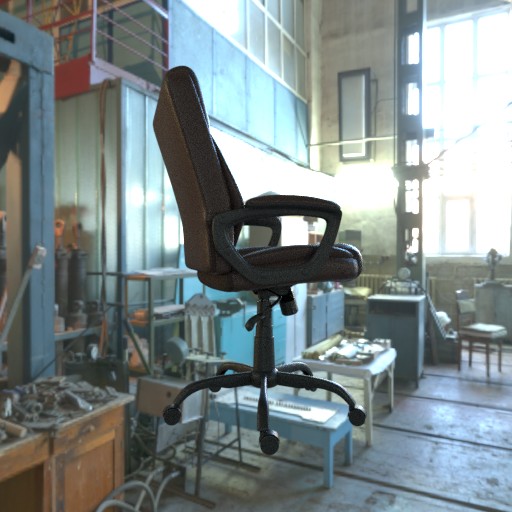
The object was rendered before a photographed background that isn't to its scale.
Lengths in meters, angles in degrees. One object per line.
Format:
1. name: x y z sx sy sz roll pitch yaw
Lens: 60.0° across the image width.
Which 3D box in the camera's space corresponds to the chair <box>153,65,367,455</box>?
1. chair: 0.000 0.000 1.495 0.655 1.072 0.615 0 1 -17
